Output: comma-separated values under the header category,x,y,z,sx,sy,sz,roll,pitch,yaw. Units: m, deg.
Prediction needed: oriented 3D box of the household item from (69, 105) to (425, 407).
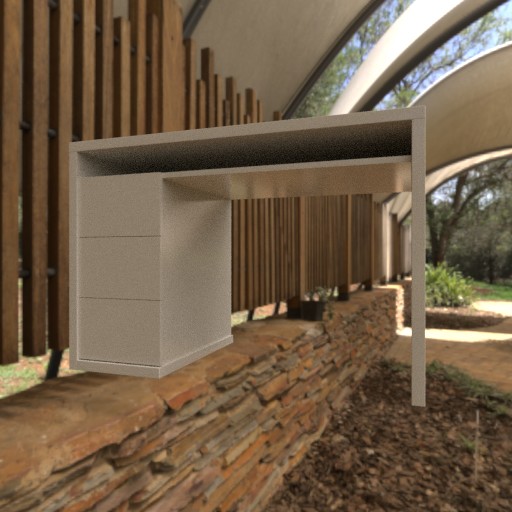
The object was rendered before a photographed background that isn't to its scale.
category,x,y,z,sx,sy,sz,roll,pitch,yaw
household item,0.000,0.000,1.564,1.100,0.749,0.597,0,0,19
